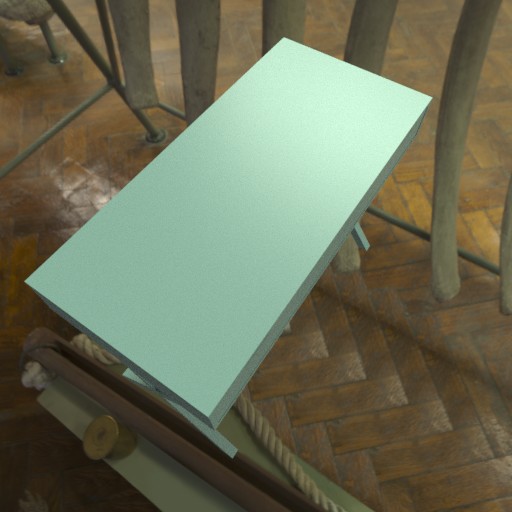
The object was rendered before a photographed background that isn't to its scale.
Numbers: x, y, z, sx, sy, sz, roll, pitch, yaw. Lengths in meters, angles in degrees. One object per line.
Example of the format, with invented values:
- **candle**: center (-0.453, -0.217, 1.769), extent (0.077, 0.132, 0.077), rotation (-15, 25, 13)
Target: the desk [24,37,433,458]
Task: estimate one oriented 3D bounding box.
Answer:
- **desk**: center (0.000, 0.000, 1.452), extent (0.509, 0.780, 1.059), rotation (31, 64, 17)
